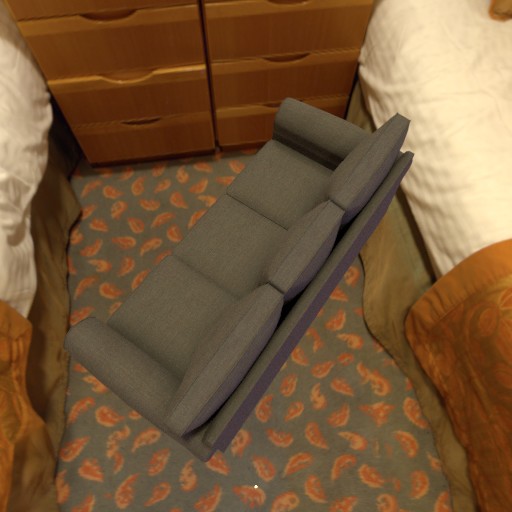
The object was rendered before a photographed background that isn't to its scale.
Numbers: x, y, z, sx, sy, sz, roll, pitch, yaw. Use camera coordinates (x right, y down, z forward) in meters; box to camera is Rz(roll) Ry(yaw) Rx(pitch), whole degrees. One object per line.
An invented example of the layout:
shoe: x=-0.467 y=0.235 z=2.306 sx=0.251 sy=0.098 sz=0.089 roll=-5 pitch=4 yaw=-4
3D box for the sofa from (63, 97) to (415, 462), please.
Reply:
sofa: x=0.000 y=0.000 z=2.581 sx=0.909 sy=0.966 sz=2.084 roll=32 pitch=67 yaw=15
